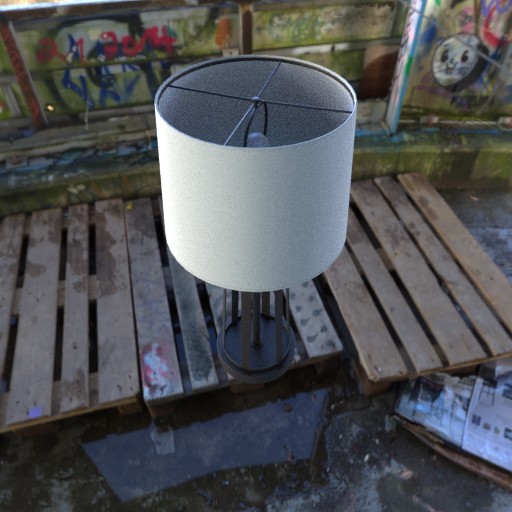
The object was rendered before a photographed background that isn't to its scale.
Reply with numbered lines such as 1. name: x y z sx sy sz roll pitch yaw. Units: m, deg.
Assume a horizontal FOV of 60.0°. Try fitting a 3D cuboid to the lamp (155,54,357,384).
1. lamp: 0.000 0.000 0.669 0.251 0.509 0.251 0 46 0
